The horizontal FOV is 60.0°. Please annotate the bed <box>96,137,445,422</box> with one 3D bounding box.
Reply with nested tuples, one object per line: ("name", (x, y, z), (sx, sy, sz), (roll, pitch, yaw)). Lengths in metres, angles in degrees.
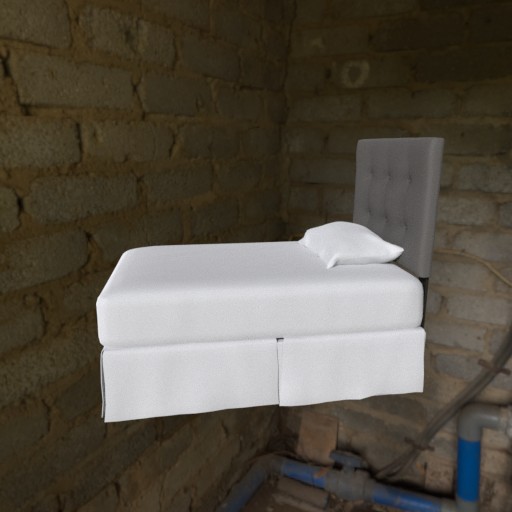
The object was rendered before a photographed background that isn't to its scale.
("bed", (0.000, 0.000, 3.050), (1.997, 1.571, 1.261), (-2, 14, -8))
